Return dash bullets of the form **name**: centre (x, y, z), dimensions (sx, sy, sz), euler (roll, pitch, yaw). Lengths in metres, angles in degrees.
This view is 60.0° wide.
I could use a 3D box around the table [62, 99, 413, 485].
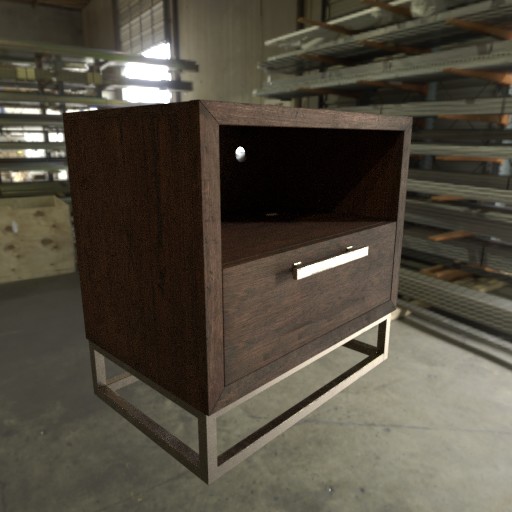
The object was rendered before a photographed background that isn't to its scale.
- **table**: centre (0.000, 0.000, 1.226), dimensions (0.542, 0.746, 0.767), euler (14, 20, 42)
